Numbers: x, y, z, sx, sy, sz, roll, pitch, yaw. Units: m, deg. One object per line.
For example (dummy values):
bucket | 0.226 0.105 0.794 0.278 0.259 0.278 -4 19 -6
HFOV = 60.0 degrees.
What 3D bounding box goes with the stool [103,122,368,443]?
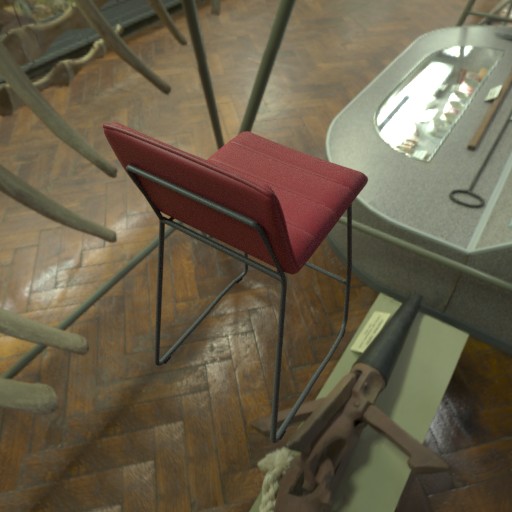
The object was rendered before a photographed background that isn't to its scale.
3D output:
stool | 0.000 0.000 1.227 0.489 0.937 0.524 26 52 22
